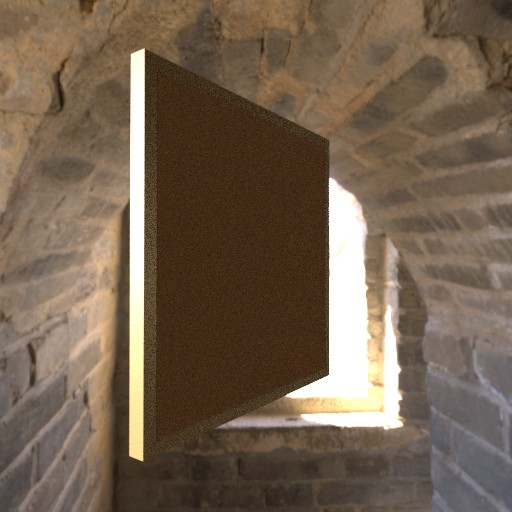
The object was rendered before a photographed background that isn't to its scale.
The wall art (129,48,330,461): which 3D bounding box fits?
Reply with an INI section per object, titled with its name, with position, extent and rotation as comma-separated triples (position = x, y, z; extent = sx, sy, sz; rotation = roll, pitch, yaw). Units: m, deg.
[wall art]
position = 0.000, 0.000, 2.877
extent = 0.099, 1.926, 1.926
rotation = -1, -1, 36
